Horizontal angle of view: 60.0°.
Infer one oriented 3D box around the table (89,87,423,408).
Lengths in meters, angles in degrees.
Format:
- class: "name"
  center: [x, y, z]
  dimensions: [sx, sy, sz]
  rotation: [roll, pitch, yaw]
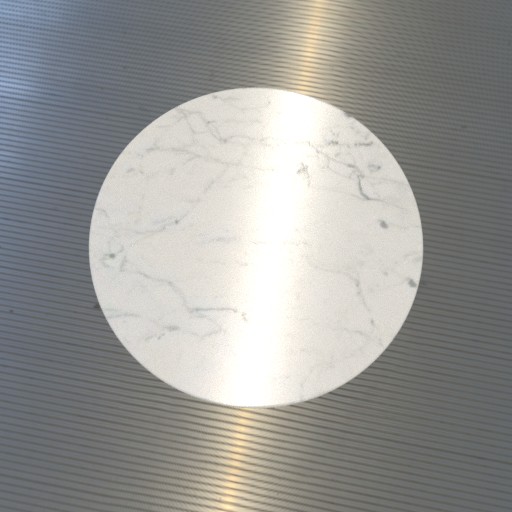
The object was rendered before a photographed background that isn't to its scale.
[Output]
- class: "table"
  center: [0.000, 0.000, 1.280]
  dimensions: [0.800, 0.450, 0.800]
  rotation: [0, 75, 0]
